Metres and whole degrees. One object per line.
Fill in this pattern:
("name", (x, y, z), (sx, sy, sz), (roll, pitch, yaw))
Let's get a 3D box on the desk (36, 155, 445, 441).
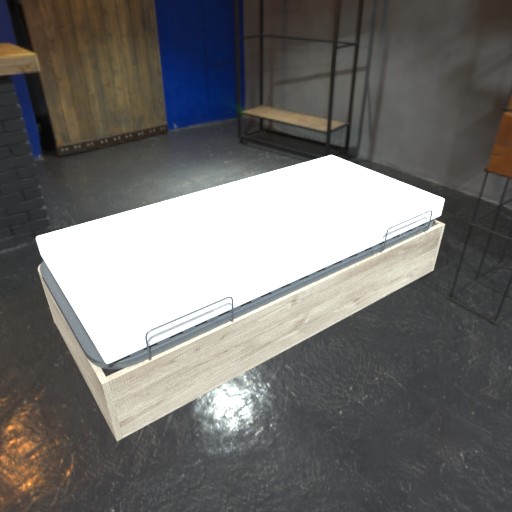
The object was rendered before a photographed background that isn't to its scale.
("desk", (0.000, 0.000, 2.272), (1.900, 0.455, 0.900), (-21, 38, -30))
